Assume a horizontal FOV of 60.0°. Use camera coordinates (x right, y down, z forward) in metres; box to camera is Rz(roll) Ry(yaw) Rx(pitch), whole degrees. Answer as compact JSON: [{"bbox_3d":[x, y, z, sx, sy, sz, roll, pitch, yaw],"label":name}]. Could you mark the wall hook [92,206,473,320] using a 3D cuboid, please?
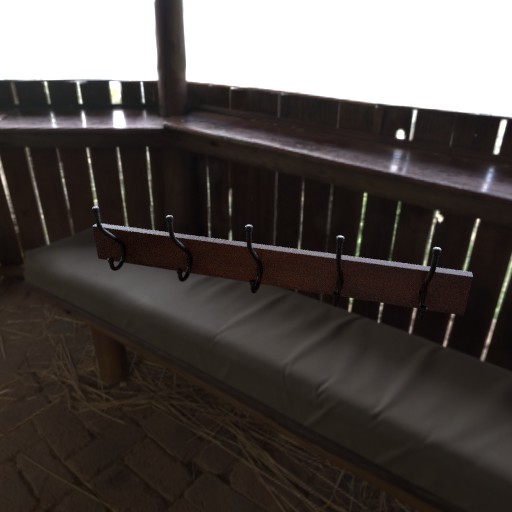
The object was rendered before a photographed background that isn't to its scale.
[{"bbox_3d":[0.000,0.000,0.629,0.571,0.117,0.071,8,28,15],"label":"wall hook"}]
